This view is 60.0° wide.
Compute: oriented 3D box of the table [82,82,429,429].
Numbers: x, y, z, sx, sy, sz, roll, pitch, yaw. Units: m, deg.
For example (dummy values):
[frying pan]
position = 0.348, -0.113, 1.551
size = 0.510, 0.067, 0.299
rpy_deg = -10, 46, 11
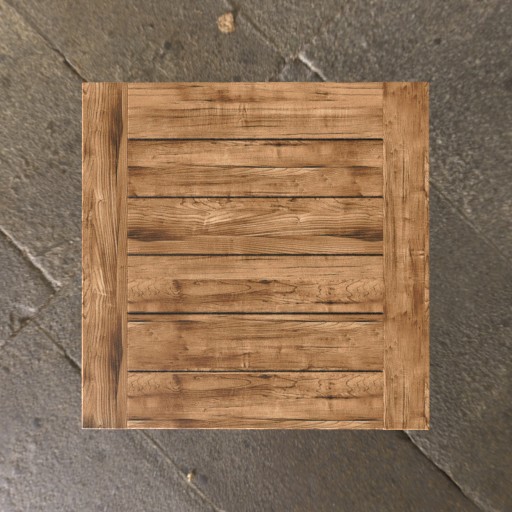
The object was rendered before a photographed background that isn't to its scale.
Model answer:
[table]
position = 0.000, 0.000, 1.006
size = 0.610, 0.457, 0.610
rpy_deg = 0, 90, 0
